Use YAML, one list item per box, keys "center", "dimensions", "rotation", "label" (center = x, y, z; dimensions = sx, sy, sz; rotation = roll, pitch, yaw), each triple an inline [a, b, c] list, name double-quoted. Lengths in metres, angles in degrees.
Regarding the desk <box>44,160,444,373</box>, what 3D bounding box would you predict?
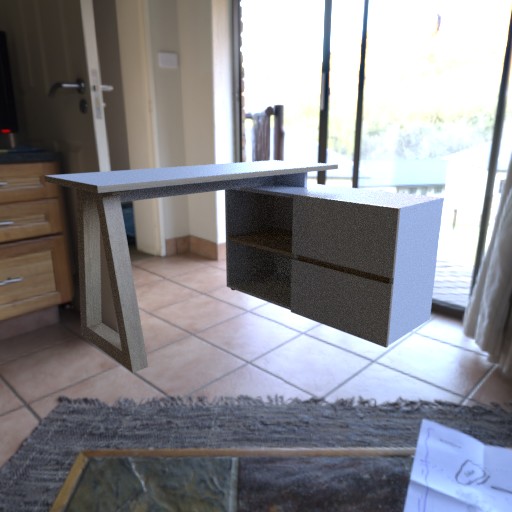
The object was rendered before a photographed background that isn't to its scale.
- center: [0.000, 0.000, 2.052]
  dimensions: [1.404, 0.755, 1.098]
  rotation: [-15, 22, -42]
  label: "desk"
